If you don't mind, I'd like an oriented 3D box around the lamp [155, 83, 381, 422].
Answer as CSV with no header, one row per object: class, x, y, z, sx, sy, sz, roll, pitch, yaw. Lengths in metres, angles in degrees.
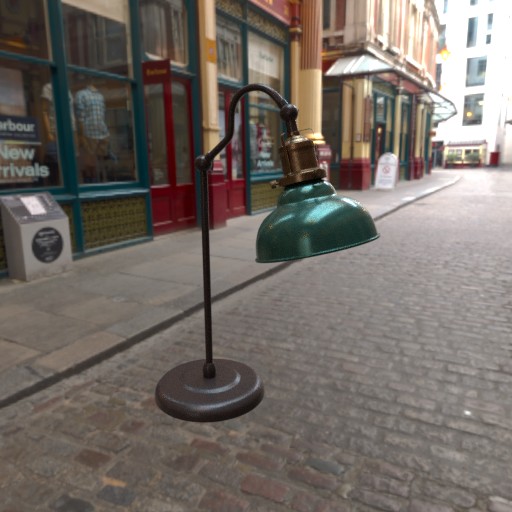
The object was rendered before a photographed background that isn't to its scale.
lamp,0.000,0.000,0.691,0.374,0.508,0.192,6,13,27
